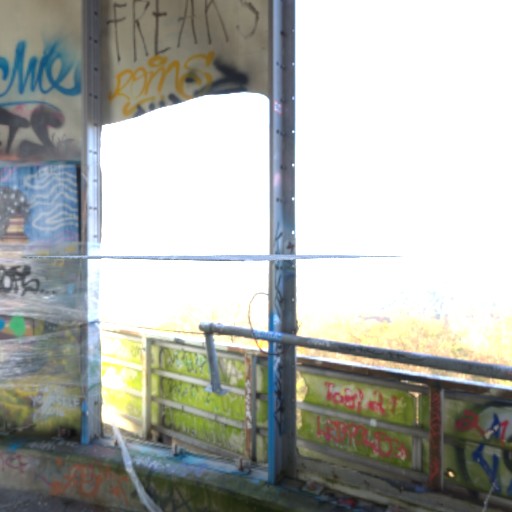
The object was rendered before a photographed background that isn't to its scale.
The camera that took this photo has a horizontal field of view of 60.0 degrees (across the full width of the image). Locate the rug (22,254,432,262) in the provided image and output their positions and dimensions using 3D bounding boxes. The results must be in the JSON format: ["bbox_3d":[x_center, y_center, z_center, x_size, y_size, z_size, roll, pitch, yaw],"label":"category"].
[{"bbox_3d":[0.000,0.000,2.744,1.522,0.013,2.133,0,1,37],"label":"rug"}]
